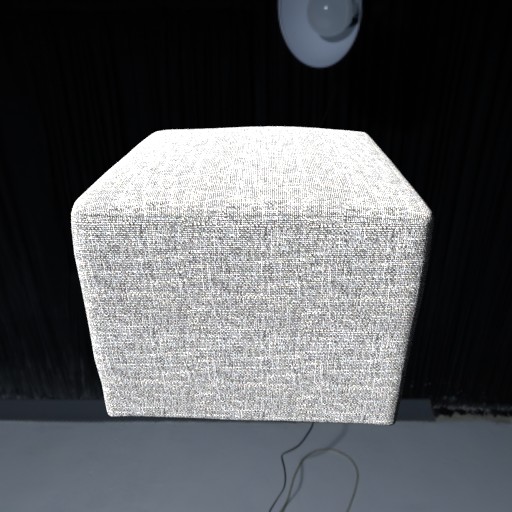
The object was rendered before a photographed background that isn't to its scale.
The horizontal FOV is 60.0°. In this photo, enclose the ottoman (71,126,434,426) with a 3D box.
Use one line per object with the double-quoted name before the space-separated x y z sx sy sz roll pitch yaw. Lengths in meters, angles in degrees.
"ottoman" 0.000 0.000 0.903 0.512 0.453 0.521 1 28 2
